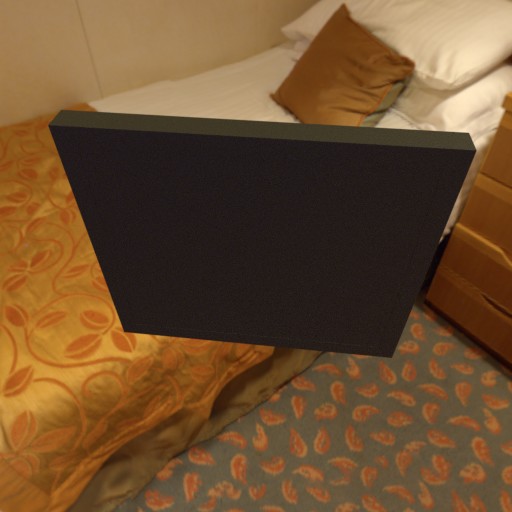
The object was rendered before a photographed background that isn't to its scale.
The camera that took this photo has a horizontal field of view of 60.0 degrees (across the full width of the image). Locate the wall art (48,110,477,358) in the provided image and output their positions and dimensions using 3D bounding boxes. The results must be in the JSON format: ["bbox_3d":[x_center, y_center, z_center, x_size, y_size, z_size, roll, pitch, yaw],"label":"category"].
[{"bbox_3d":[0.000,0.000,0.520,0.381,0.330,0.029,5,46,4],"label":"wall art"}]
